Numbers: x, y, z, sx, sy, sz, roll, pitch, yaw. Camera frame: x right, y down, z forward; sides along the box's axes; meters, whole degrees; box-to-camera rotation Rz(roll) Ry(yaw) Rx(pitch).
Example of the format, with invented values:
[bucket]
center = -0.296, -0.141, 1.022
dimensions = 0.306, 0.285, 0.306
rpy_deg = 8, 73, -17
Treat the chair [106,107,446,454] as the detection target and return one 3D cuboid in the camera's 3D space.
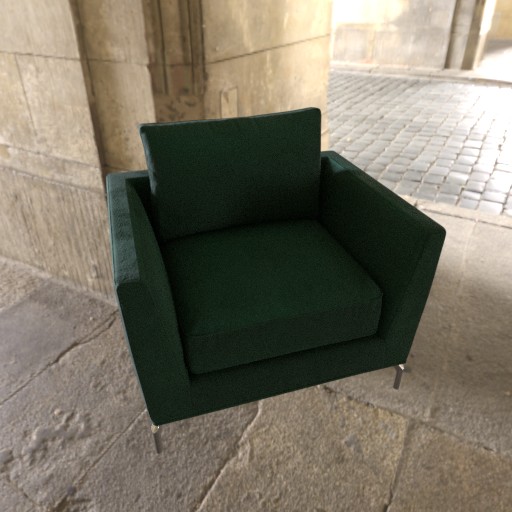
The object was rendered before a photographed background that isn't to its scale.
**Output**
[chair]
center = 0.000, 0.000, 1.759
dimensions = 1.047, 0.997, 0.852
rpy_deg = -9, 33, -15
